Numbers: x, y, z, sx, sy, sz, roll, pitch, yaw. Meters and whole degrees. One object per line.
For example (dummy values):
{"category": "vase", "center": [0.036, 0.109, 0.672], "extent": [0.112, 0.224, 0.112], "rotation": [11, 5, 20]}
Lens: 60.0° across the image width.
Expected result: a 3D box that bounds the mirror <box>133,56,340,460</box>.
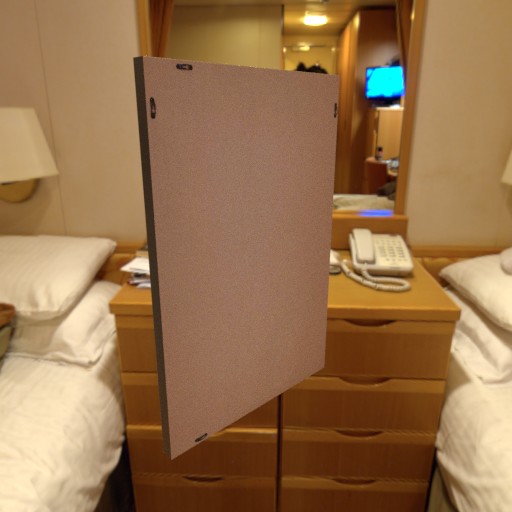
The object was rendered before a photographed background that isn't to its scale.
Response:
{"category": "mirror", "center": [0.000, 0.000, 1.167], "extent": [0.609, 0.915, 0.040], "rotation": [-16, 24, -41]}
